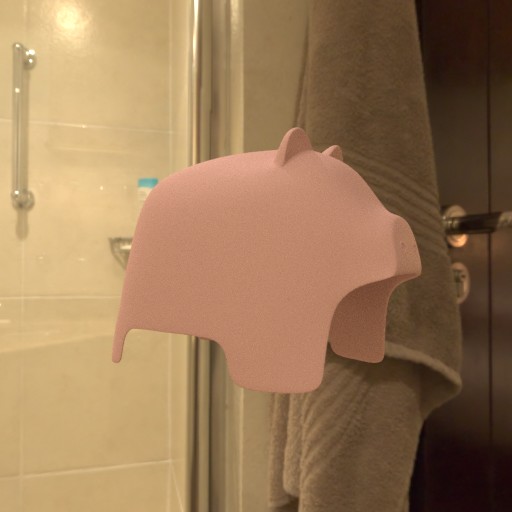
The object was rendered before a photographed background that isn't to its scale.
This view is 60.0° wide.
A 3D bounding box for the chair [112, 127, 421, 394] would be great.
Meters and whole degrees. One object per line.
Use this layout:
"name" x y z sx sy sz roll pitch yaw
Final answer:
"chair" 0.000 0.000 0.881 0.619 0.423 0.364 -1 -2 38
